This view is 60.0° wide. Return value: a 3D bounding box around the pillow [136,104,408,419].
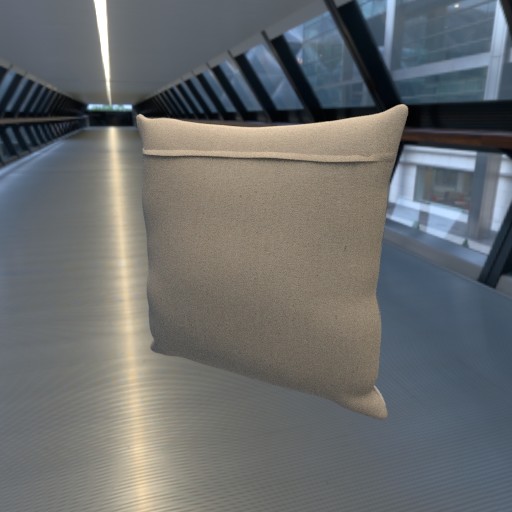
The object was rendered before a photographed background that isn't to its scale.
[{"bbox_3d":[0.000,0.000,0.693,0.440,0.441,0.182,8,18,26],"label":"pillow"}]
